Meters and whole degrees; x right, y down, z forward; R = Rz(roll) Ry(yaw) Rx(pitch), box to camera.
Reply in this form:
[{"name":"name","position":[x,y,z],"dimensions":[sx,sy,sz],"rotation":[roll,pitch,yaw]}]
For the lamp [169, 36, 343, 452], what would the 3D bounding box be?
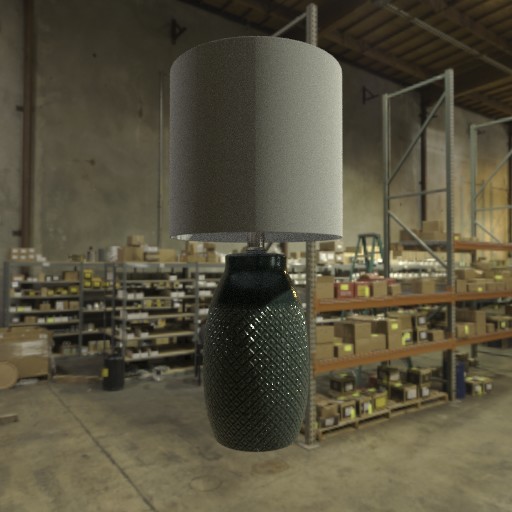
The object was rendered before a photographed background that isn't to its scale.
[{"name":"lamp","position":[0.000,0.000,0.564],"dimensions":[0.217,0.453,0.217],"rotation":[1,-1,-36]}]
